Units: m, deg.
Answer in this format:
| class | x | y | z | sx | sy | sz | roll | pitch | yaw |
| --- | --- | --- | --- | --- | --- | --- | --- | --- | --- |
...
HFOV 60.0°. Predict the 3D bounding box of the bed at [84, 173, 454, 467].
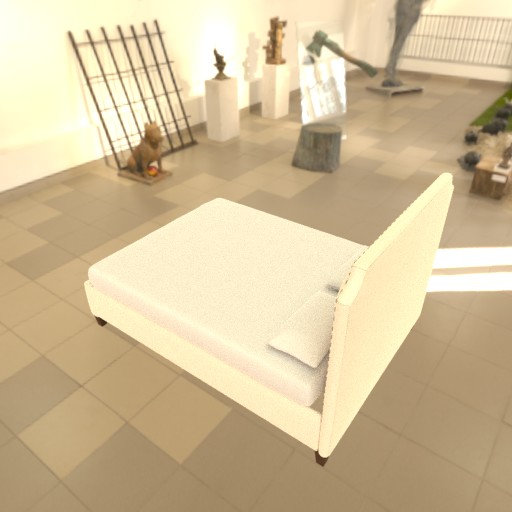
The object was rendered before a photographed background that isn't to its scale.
| class | x | y | z | sx | sy | sz | roll | pitch | yaw |
| --- | --- | --- | --- | --- | --- | --- | --- | --- | --- |
| bed | 0.000 | 0.000 | 3.533 | 2.372 | 1.497 | 1.712 | 22 | 39 | 30 |
